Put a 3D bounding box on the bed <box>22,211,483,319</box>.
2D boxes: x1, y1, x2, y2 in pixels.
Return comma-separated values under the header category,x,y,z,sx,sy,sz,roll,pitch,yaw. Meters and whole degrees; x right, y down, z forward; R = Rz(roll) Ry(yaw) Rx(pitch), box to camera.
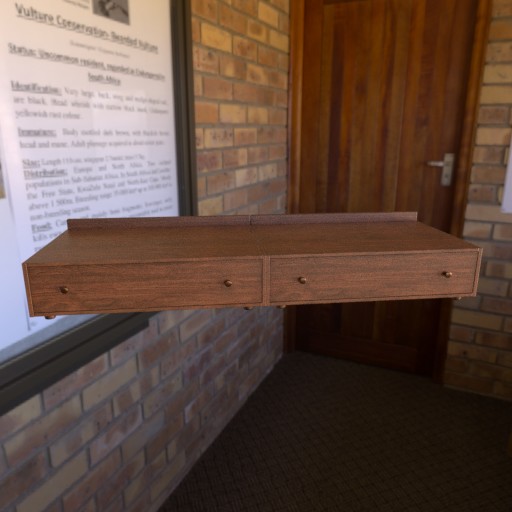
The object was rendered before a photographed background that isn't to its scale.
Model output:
category,x,y,z,sx,sy,sz,roll,pitch,yaw
bed,0.000,0.000,2.349,2.057,0.326,0.787,-2,16,-7
